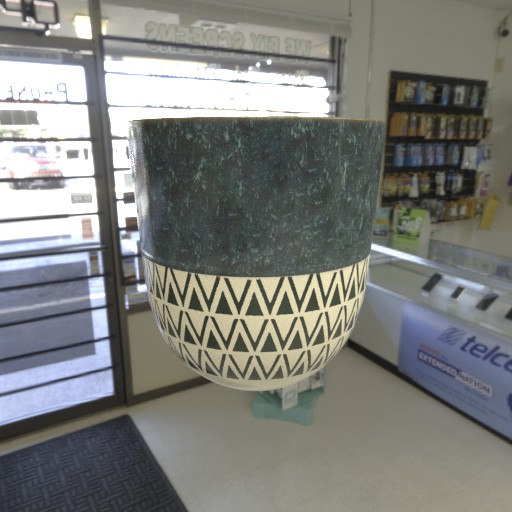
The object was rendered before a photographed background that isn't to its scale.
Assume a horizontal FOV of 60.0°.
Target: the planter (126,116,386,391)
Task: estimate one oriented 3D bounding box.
[{"bbox_3d":[0.000,0.000,0.371,0.195,0.214,0.195,0,15,0],"label":"planter"}]
